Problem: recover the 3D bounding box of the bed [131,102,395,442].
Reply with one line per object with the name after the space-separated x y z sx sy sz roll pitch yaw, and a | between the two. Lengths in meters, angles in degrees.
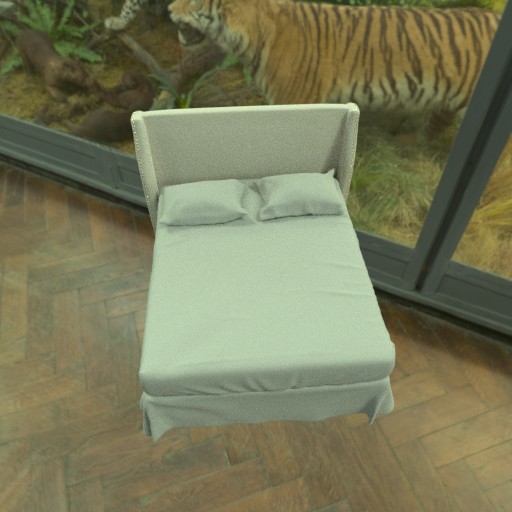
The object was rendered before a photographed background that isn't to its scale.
0.000 0.000 3.463 1.925 1.332 2.276 -3 47 -3 | bed
